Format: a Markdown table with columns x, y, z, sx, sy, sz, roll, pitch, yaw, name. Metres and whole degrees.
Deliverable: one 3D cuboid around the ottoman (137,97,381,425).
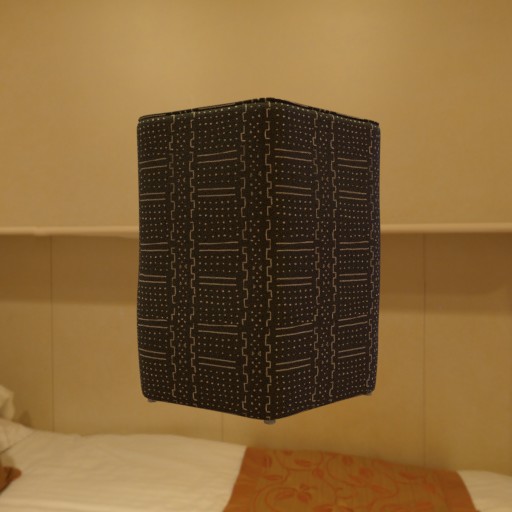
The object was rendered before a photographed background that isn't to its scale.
| x | y | z | sx | sy | sz | roll | pitch | yaw | name |
| --- | --- | --- | --- | --- | --- | --- | --- | --- | --- |
| 0.000 | 0.000 | 0.902 | 0.494 | 0.502 | 0.443 | -1 | 2 | -35 | ottoman |
